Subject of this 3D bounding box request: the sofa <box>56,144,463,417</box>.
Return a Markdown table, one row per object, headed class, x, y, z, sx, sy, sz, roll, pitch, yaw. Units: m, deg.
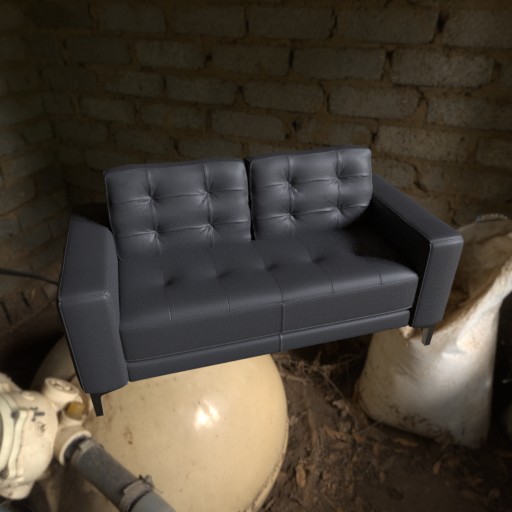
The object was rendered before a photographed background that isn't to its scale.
| class | x | y | z | sx | sy | sz | roll | pitch | yaw |
| --- | --- | --- | --- | --- | --- | --- | --- | --- | --- |
| sofa | 0.000 | 0.000 | 2.177 | 1.726 | 0.893 | 0.833 | -8 | 33 | -13 |
